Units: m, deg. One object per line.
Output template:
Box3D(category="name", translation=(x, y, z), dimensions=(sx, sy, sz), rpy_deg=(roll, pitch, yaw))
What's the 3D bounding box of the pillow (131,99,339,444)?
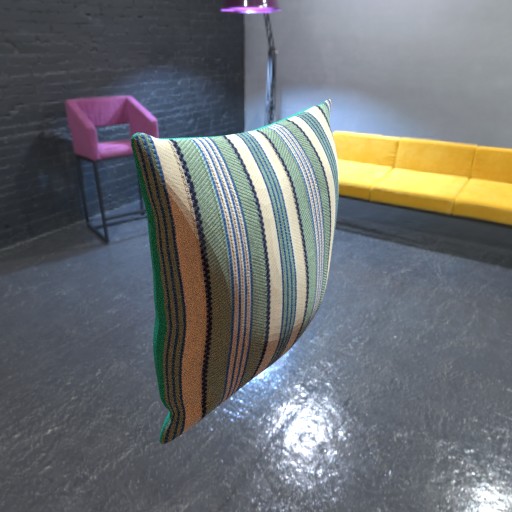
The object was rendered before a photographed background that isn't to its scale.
Box3D(category="pillow", translation=(0.000, 0.000, 0.696), dimensions=(0.182, 0.441, 0.440), rpy_deg=(18, 32, 32))
